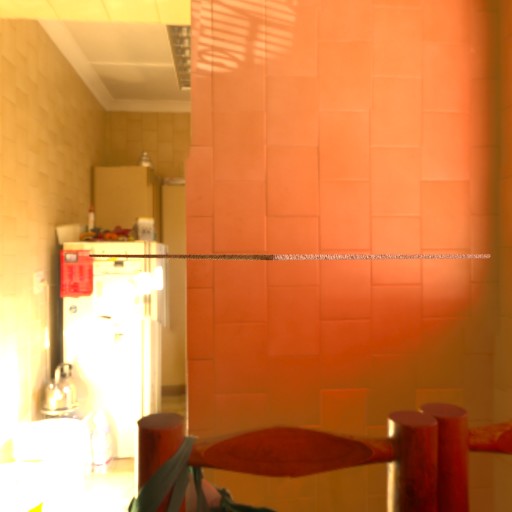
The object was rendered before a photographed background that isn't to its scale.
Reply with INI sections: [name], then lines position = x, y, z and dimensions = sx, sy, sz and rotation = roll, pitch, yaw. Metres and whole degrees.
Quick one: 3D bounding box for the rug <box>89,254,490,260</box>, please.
[rug]
position = 0.000, 0.000, 3.416
dimensions = 1.801, 0.024, 2.700
rotation = 0, 0, -36
